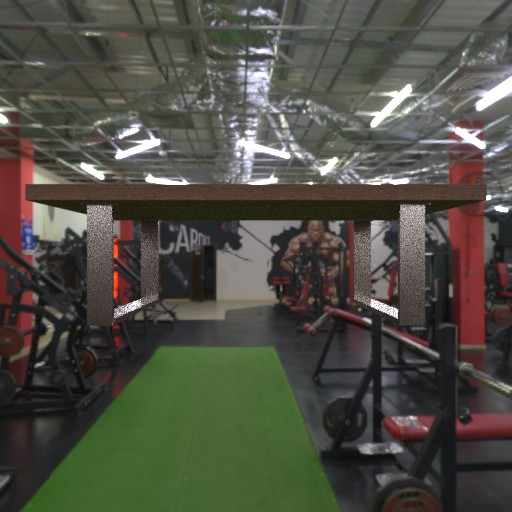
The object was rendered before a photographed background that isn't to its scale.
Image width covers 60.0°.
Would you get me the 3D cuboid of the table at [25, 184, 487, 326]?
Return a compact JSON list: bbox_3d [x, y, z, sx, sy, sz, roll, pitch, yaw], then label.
[{"bbox_3d":[0.000,0.000,1.743,1.400,0.440,0.800,0,0,0],"label":"table"}]
